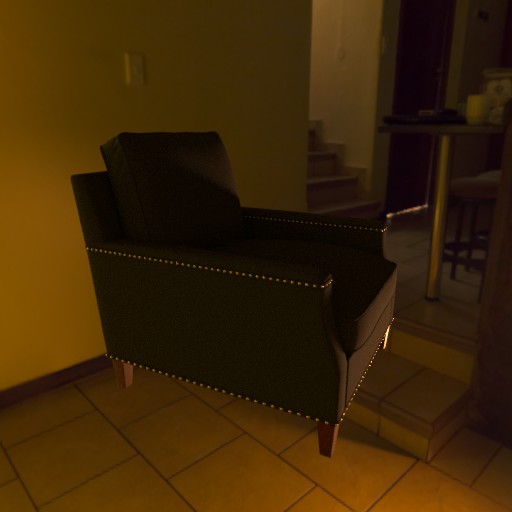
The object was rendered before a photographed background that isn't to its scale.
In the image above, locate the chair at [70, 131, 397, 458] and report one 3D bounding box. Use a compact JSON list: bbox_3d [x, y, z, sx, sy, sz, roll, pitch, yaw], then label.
[{"bbox_3d":[0.000,0.000,1.748,1.014,0.943,0.853,8,18,26],"label":"chair"}]
